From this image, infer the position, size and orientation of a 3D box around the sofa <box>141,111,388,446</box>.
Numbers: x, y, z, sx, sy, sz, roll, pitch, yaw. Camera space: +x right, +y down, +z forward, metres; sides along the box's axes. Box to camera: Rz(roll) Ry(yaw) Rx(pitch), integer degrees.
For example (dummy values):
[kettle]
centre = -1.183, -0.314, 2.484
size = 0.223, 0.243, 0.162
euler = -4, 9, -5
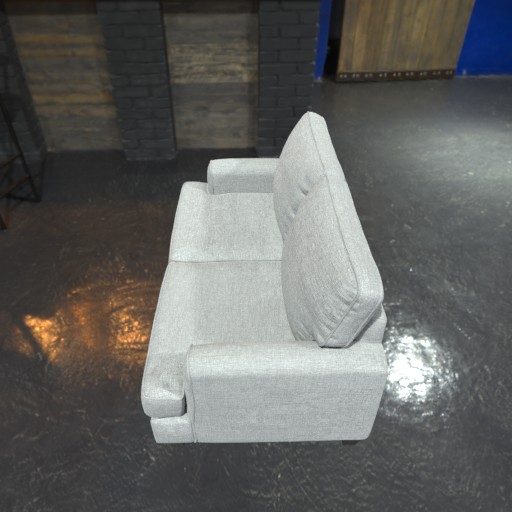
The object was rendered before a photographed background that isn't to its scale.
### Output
[sofa]
centre = 0.000, 0.000, 2.288
size = 0.965, 0.965, 1.651
euler = -1, 40, -1
